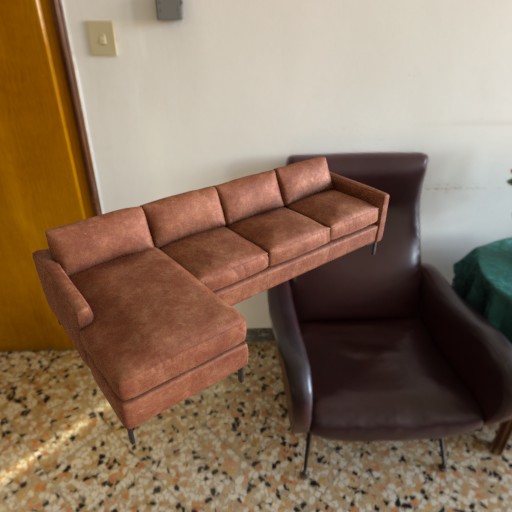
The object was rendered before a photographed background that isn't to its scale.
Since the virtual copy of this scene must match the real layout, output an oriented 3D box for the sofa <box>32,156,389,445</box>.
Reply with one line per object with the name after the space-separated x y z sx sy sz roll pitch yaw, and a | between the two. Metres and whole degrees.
0.000 0.000 3.602 2.993 0.859 1.471 -21 36 -32 | sofa
